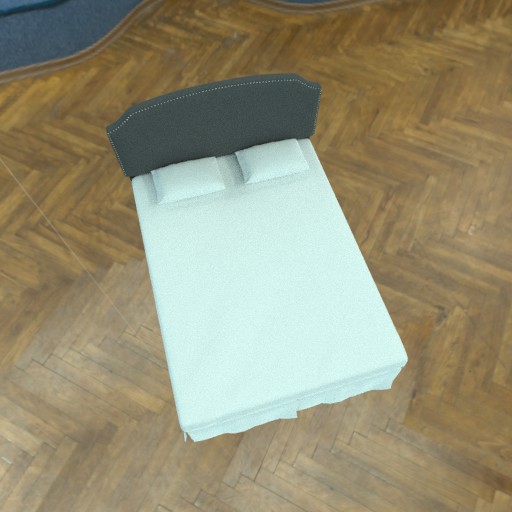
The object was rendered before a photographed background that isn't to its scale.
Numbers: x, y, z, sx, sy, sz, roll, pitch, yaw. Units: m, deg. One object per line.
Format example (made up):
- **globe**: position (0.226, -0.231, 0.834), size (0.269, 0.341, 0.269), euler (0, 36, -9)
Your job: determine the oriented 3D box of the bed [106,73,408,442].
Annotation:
- **bed**: position (0.000, 0.000, 3.011), size (1.558, 1.270, 1.999), euler (-14, 63, -7)
